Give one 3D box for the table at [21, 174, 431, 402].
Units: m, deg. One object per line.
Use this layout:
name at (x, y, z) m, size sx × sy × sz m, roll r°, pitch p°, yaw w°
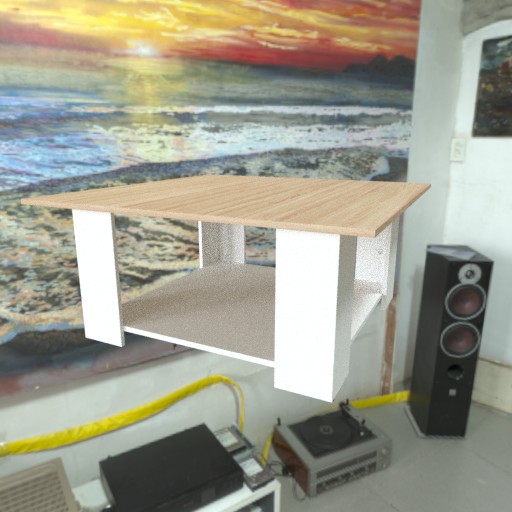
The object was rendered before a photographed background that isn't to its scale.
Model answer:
table at (0.000, 0.000, 1.029) m, size 0.670 × 0.305 × 0.670 m, roll 7°, pitch 16°, yaw 26°
